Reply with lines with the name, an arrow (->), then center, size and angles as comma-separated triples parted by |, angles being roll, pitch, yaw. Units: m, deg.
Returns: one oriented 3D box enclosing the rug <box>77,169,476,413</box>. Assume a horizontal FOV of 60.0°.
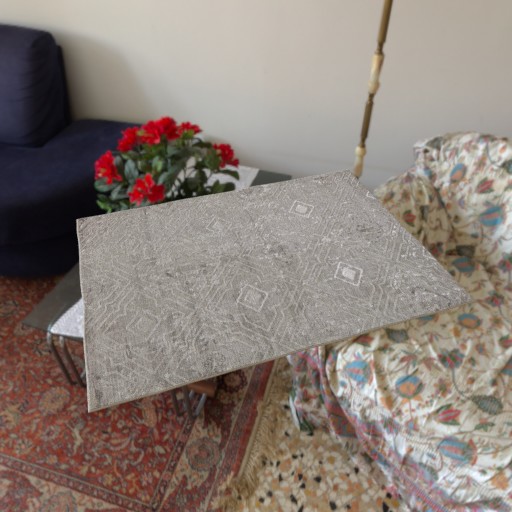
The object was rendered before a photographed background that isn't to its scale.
rug -> 0.000, 0.000, 4.430 | 3.359, 0.020, 2.448 | -13, 43, -14
